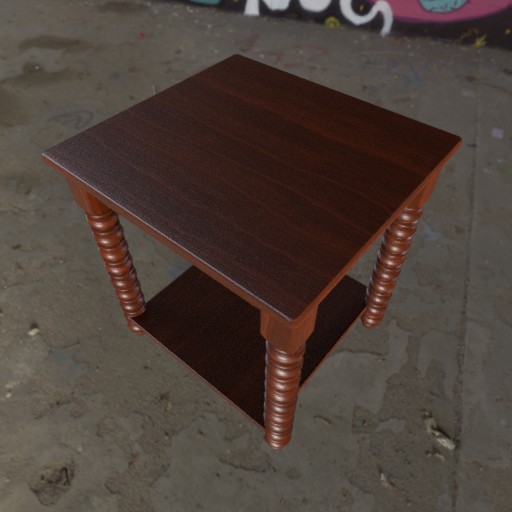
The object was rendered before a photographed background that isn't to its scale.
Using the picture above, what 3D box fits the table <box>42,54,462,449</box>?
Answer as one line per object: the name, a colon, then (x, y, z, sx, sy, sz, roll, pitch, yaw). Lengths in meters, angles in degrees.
table: (0.000, 0.000, 0.968, 0.533, 0.567, 0.500, 32, 55, 25)
